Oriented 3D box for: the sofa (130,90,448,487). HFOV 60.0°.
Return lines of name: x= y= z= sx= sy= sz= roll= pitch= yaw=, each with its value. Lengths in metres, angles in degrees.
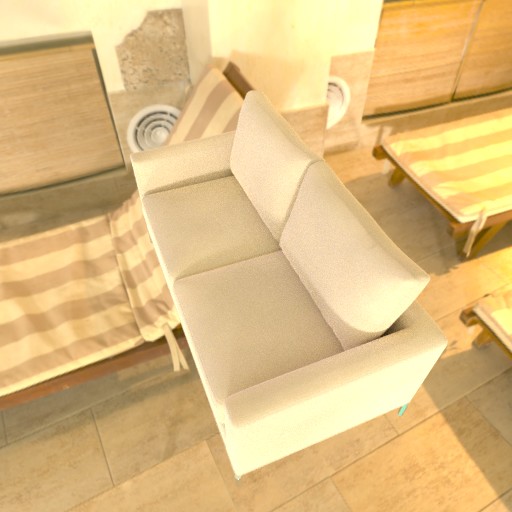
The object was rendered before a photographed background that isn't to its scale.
sofa: x=0.000 y=0.000 z=2.263 sx=0.906 sy=0.995 sz=1.739 roll=-17 pitch=48 yaw=-15
